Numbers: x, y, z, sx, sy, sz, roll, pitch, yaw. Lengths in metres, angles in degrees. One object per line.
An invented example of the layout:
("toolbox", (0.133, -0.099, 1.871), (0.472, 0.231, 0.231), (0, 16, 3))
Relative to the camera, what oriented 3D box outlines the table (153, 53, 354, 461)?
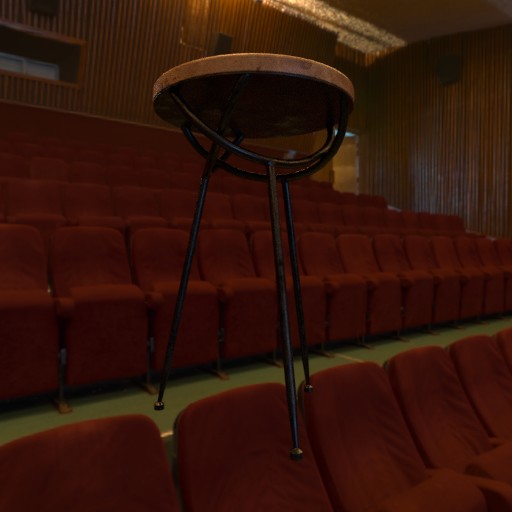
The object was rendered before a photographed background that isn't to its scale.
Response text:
("table", (0.000, 0.000, 0.925), (0.418, 0.664, 0.414), (0, 0, -37))
